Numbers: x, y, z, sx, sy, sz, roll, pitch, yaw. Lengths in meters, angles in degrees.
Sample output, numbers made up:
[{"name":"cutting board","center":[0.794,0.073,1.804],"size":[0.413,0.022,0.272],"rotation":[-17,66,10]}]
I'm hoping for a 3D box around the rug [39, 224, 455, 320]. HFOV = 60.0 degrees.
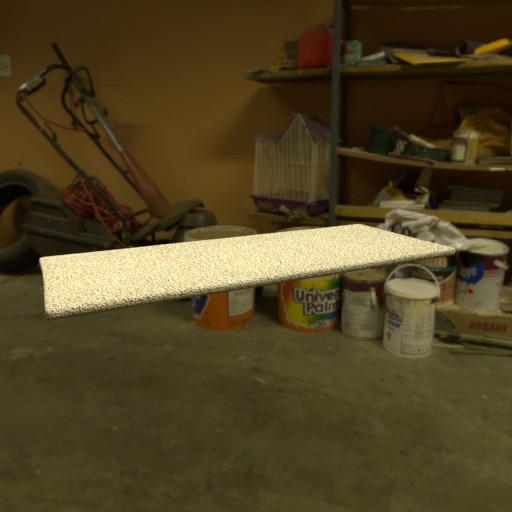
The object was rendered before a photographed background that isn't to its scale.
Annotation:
[{"name":"rug","center":[0.000,0.000,1.738],"size":[1.524,0.030,0.609],"rotation":[-7,16,-26]}]
